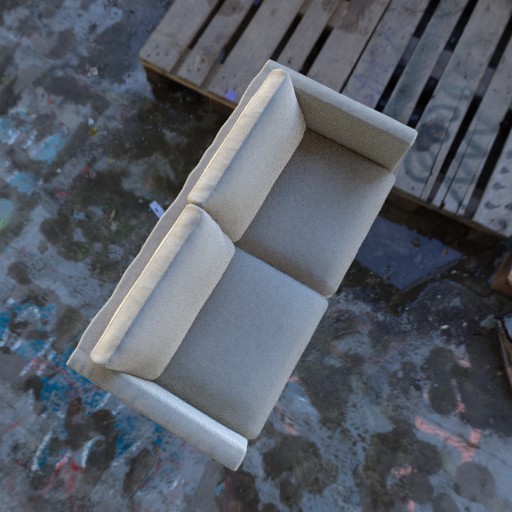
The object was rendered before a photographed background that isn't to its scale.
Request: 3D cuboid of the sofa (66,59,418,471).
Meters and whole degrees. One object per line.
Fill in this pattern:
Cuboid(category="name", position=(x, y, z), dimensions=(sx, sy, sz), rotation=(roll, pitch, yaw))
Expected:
Cuboid(category="sofa", position=(0.000, 0.000, 2.479), dimensions=(0.962, 0.835, 1.959), rotation=(29, 77, 7))
